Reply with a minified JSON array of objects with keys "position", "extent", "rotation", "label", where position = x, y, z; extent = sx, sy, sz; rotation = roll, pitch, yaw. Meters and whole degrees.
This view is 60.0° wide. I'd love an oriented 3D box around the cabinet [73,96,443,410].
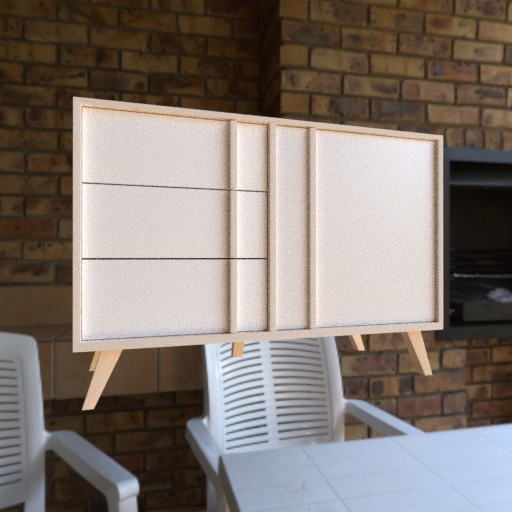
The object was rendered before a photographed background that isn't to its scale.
[{"position":[0.000,0.000,1.497],"extent":[1.110,0.780,0.500],"rotation":[0,0,-18],"label":"cabinet"}]
